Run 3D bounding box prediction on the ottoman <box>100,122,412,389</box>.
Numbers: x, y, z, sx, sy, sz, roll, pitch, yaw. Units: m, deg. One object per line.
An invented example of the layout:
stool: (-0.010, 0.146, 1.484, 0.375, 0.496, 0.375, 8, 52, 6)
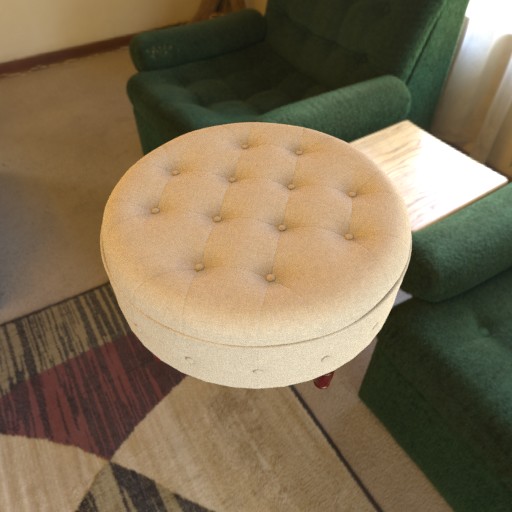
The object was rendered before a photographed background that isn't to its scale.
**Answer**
ottoman: (0.000, 0.000, 1.359, 0.849, 0.478, 0.849, 0, 47, 0)
